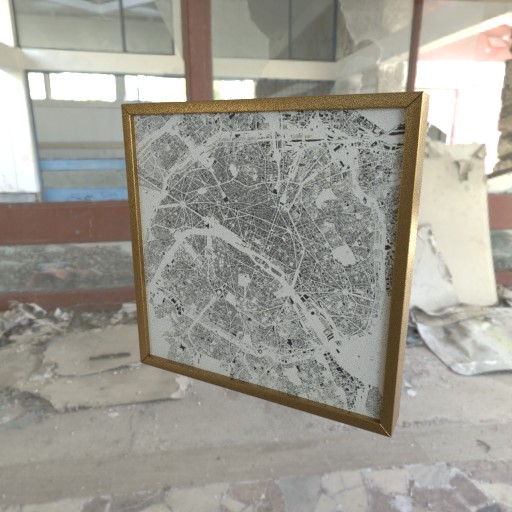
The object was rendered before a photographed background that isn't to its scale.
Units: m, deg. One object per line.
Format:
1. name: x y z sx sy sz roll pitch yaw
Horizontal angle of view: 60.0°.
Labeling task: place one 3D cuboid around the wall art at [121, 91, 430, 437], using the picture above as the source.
1. wall art: 0.000 0.000 0.457 0.305 0.305 0.037 8 17 27
